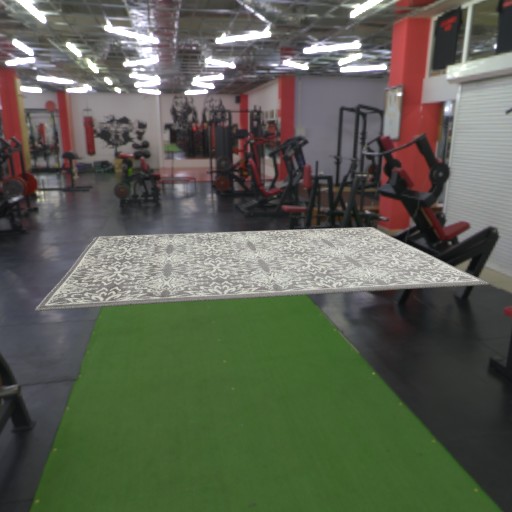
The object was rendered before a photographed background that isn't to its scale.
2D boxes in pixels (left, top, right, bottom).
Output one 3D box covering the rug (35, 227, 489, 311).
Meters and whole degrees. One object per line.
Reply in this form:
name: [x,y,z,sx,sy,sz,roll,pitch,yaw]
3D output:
rug: [0.000,0.000,2.356,1.847,0.012,1.224,-2,15,-9]
